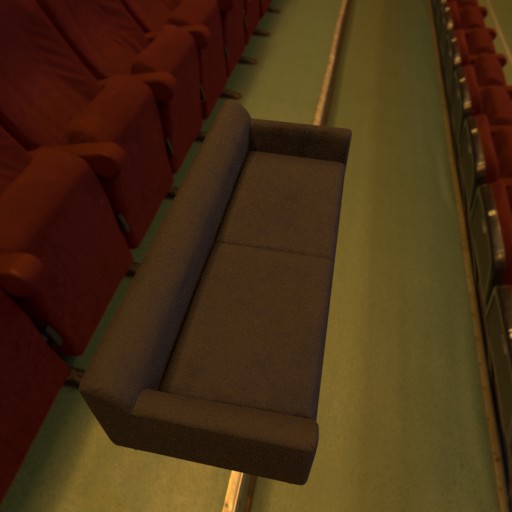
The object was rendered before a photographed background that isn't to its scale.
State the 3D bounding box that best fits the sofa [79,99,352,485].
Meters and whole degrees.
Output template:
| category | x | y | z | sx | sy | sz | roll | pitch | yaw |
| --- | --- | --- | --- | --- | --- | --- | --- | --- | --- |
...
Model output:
| category | x | y | z | sx | sy | sz | roll | pitch | yaw |
| --- | --- | --- | --- | --- | --- | --- | --- | --- | --- |
| sofa | 0.000 | 0.000 | 2.528 | 0.900 | 0.740 | 2.190 | 9 | 48 | 8 |
